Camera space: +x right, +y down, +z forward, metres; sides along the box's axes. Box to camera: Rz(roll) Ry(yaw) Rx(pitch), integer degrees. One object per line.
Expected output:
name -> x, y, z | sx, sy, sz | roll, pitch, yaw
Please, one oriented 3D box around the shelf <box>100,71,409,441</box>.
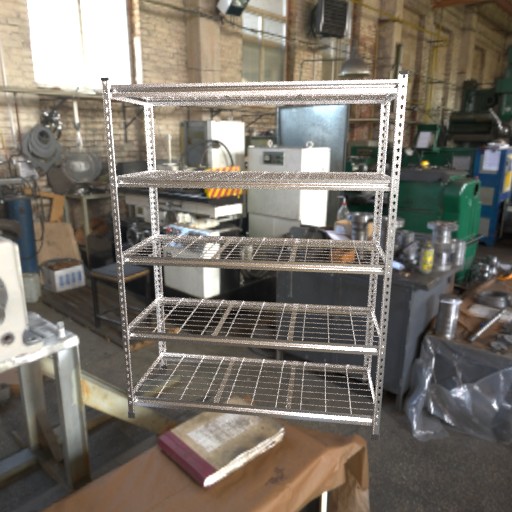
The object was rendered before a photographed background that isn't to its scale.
shelf -> 0.000, 0.000, 2.693 | 1.524, 1.981, 0.610 | 2, 15, 8
